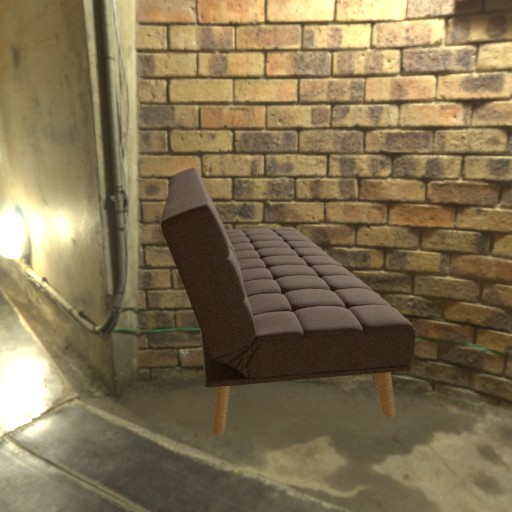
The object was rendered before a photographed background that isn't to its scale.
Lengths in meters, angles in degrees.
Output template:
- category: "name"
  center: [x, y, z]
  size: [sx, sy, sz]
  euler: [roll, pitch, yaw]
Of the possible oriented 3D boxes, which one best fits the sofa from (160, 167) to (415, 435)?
- category: "sofa"
  center: [0.000, 0.000, 2.314]
  size: [0.860, 0.810, 1.800]
  euler: [-2, 15, -9]
